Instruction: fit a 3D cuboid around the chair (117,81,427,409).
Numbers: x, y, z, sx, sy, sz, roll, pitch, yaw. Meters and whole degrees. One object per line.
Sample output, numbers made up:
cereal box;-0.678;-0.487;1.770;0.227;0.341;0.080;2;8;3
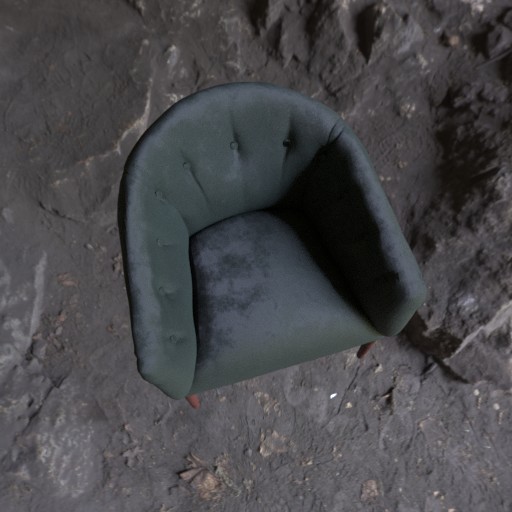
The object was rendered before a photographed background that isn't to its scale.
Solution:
chair;0.000;0.000;1.531;0.851;0.885;0.776;-15;63;-8
